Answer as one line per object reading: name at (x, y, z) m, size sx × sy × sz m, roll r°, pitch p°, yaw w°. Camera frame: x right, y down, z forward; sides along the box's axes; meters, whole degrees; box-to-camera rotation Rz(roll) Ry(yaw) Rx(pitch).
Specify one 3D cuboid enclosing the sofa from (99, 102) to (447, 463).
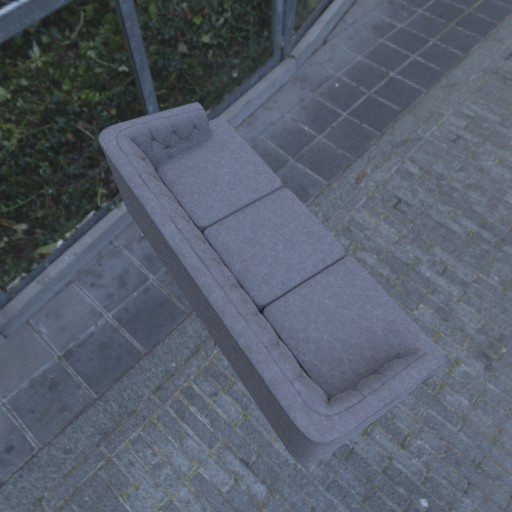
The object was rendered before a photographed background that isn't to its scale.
sofa at (0.000, 0.000, 2.665) m, size 0.917 × 0.806 × 2.247 m, roll -30°, pitch 63°, yaw -17°
